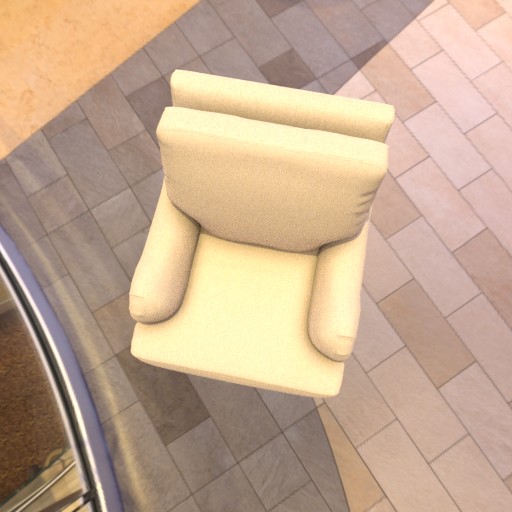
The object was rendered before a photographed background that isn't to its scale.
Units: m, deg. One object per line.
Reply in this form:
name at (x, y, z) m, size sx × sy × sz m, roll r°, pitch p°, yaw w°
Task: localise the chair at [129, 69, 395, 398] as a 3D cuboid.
chair at (0.000, 0.000, 1.919) m, size 0.895 × 1.076 × 1.078 m, roll 11°, pitch 76°, yaw 3°
